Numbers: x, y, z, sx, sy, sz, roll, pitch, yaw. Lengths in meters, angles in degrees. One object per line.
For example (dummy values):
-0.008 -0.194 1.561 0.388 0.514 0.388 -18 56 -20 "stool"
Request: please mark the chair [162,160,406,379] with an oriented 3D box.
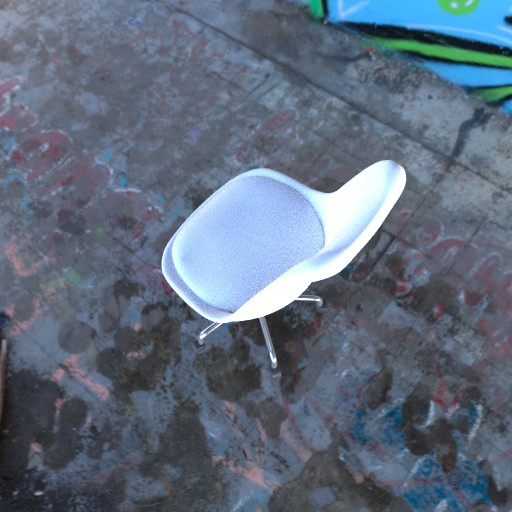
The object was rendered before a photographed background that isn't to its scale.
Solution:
0.000 0.000 1.281 0.550 0.930 0.550 35 69 16 "chair"
